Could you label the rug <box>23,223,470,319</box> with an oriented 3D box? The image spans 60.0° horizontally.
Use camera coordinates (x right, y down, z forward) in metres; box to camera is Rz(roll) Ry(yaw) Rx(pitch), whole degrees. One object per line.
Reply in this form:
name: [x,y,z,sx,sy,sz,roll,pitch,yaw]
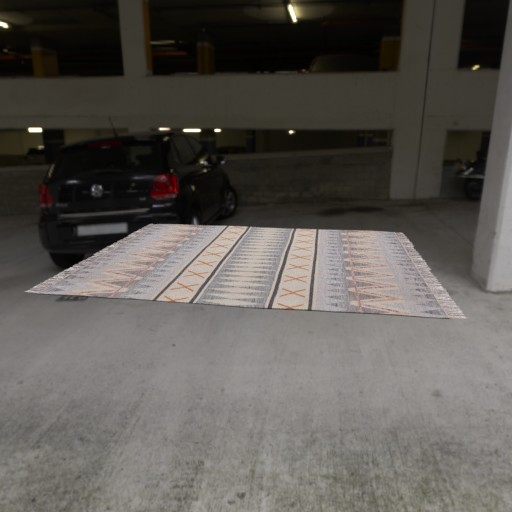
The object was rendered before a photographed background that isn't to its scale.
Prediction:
rug: [0.000,0.000,4.024,3.000,0.012,2.371,2,16,8]
